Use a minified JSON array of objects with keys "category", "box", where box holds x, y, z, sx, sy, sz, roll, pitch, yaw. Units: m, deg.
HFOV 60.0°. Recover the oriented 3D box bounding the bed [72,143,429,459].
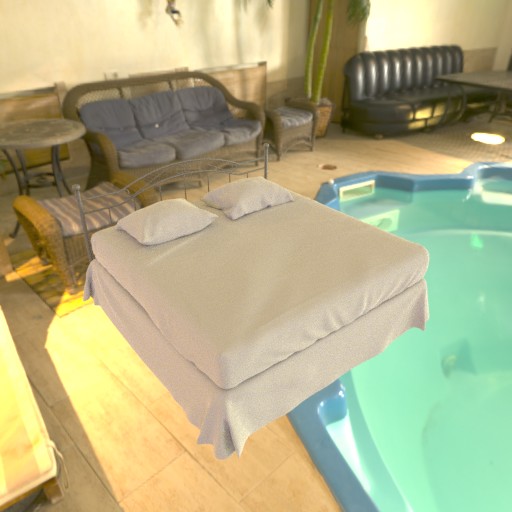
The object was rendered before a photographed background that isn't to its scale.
[{"category":"bed","box":[0.000,0.000,3.626,2.309,1.080,2.220,-21,36,-33]}]
